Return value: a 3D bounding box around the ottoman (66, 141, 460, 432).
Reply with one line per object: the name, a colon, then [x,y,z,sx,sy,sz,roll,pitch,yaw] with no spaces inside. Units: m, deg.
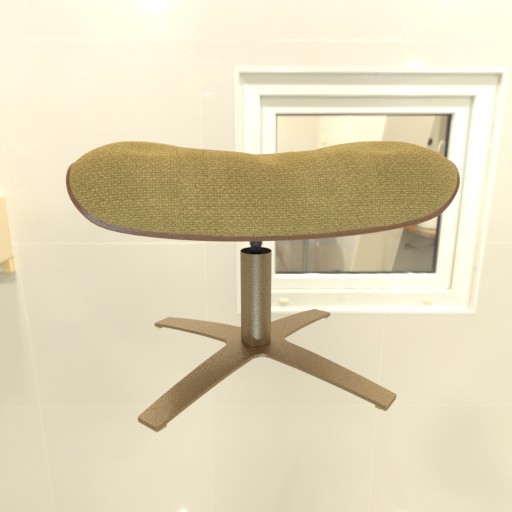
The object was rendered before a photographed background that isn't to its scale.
ottoman: [0.000,0.000,0.776,0.520,0.391,0.394,-2,15,-8]
